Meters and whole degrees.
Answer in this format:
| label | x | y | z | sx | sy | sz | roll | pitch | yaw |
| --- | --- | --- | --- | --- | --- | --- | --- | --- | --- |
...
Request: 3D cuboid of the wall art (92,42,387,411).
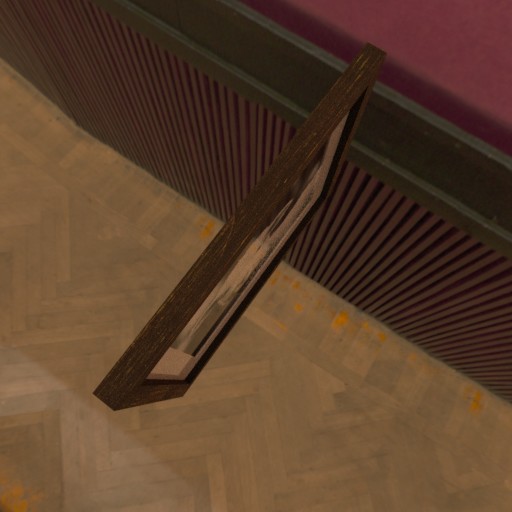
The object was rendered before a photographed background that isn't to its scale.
| label | x | y | z | sx | sy | sz | roll | pitch | yaw |
| --- | --- | --- | --- | --- | --- | --- | --- | --- | --- |
| wall art | 0.000 | 0.000 | 0.754 | 0.032 | 0.457 | 0.558 | 35 | 77 | 9 |
